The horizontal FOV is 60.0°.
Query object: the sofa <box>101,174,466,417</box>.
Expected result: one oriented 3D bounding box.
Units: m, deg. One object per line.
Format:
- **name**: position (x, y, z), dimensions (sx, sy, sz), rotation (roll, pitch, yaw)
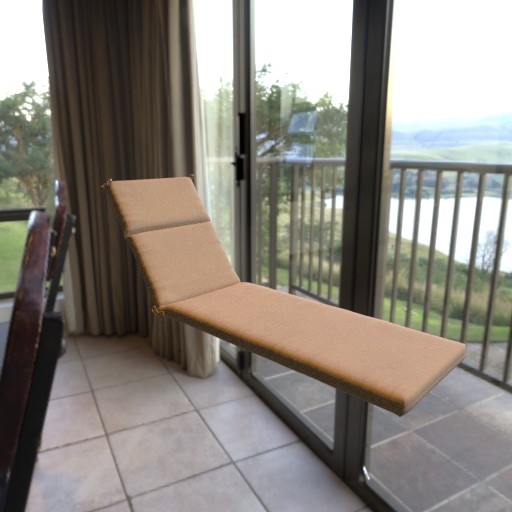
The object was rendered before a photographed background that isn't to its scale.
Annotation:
- **sofa**: position (0.000, 0.000, 1.942), dimensions (1.663, 0.622, 0.582), rotation (13, 19, 42)
